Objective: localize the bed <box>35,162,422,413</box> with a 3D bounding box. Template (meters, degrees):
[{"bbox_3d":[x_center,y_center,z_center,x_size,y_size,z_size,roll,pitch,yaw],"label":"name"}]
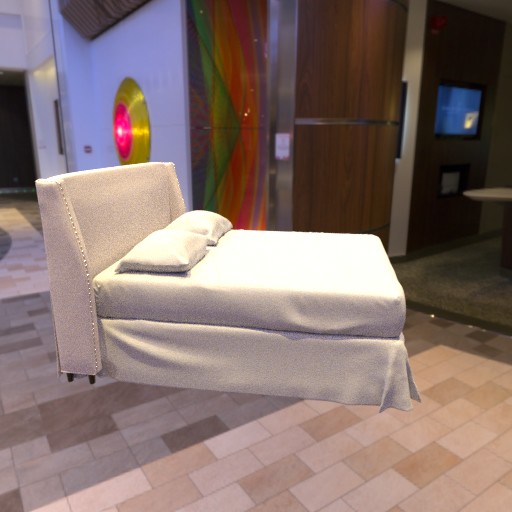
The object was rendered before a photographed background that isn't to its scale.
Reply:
[{"bbox_3d":[0.000,0.000,3.418,2.276,1.332,1.925,3,15,10],"label":"bed"}]
